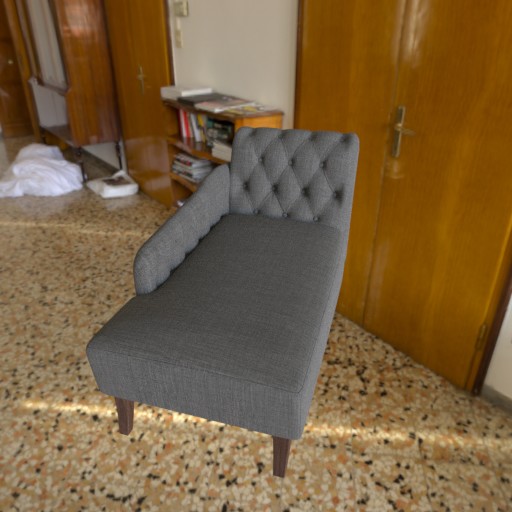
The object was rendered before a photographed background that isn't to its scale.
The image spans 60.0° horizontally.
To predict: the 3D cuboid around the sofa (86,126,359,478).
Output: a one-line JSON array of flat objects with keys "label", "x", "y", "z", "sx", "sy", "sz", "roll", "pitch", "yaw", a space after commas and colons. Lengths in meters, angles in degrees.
[{"label": "sofa", "x": 0.000, "y": 0.000, "z": 1.811, "sx": 0.675, "sy": 0.787, "sz": 1.379, "roll": 8, "pitch": 29, "yaw": 15}]
